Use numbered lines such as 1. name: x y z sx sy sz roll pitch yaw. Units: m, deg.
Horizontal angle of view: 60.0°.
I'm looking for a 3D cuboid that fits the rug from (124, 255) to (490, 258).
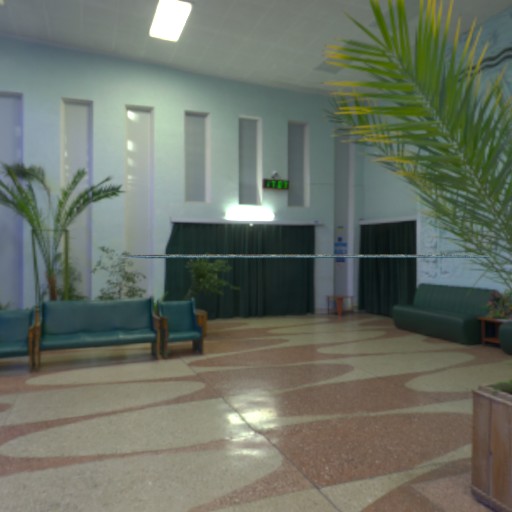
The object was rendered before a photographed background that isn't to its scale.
1. rug: 0.000 0.000 2.863 1.567 0.014 2.207 0 0 -19
